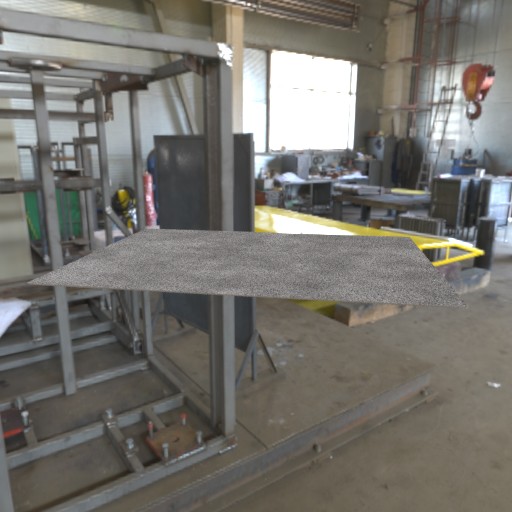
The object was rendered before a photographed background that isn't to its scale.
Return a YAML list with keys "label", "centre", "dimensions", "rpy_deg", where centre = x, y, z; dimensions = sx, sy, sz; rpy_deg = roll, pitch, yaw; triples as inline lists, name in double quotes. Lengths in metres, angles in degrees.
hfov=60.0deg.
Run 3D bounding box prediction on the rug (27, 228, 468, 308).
- label: "rug"
  centre: [0.000, 0.000, 2.965]
  dimensions: [2.235, 0.008, 1.600]
  rpy_deg: [2, 14, 9]
